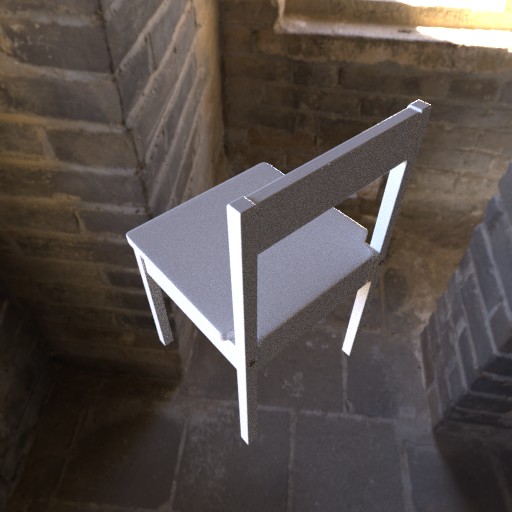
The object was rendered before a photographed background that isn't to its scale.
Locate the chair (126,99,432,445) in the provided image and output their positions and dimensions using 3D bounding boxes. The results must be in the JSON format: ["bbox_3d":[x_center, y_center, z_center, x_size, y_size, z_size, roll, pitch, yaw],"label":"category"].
[{"bbox_3d":[0.000,0.000,0.886,0.367,0.668,0.361,-33,55,-27],"label":"chair"}]
